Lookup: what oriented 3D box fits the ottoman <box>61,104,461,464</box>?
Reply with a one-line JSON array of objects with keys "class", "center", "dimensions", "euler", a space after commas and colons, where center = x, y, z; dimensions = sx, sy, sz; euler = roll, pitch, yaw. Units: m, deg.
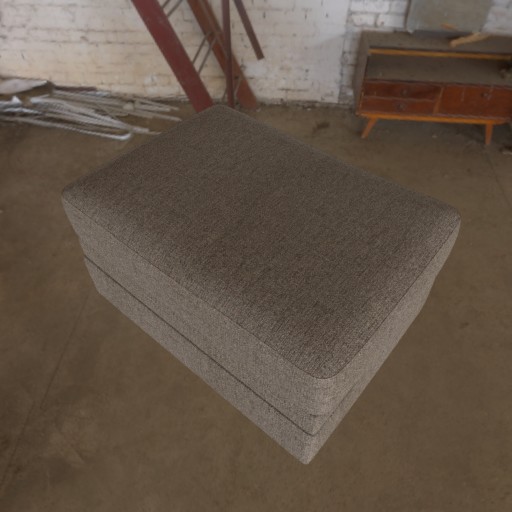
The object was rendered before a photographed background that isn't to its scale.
[{"class": "ottoman", "center": [0.000, 0.000, 1.265], "dimensions": [0.885, 0.478, 0.637], "euler": [32, 54, 26]}]
